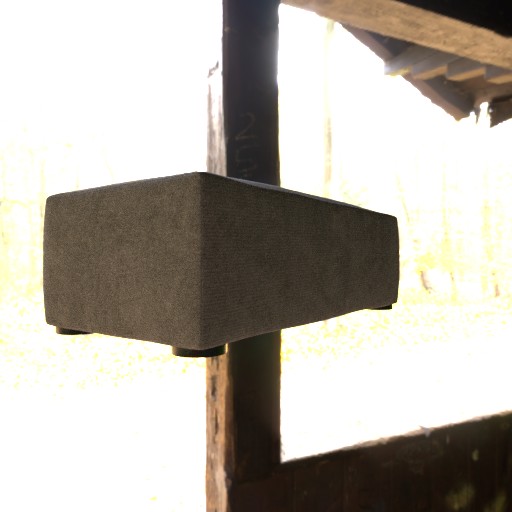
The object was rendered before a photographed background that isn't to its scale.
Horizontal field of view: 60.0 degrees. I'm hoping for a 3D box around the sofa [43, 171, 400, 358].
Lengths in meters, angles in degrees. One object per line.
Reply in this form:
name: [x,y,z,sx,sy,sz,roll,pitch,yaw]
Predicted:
sofa: [0.000,0.000,1.180,0.480,0.330,0.930,0,0,36]
